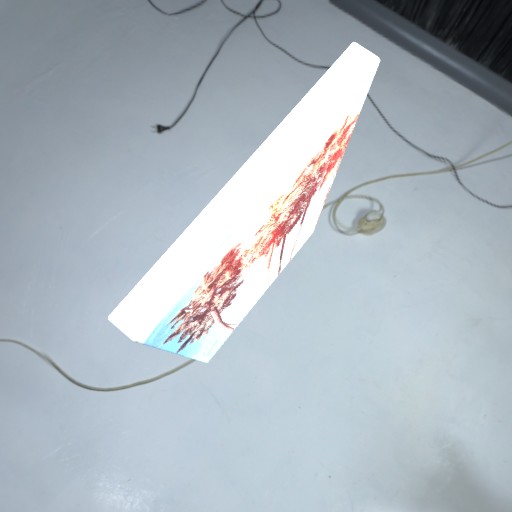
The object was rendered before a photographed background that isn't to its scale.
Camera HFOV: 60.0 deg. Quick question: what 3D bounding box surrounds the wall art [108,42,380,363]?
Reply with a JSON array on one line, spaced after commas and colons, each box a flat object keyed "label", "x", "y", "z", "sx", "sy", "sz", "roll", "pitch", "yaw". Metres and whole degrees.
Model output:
[{"label": "wall art", "x": 0.000, "y": 0.000, "z": 0.748, "sx": 0.038, "sy": 0.610, "sz": 0.401, "roll": 38, "pitch": 78, "yaw": 10}]
